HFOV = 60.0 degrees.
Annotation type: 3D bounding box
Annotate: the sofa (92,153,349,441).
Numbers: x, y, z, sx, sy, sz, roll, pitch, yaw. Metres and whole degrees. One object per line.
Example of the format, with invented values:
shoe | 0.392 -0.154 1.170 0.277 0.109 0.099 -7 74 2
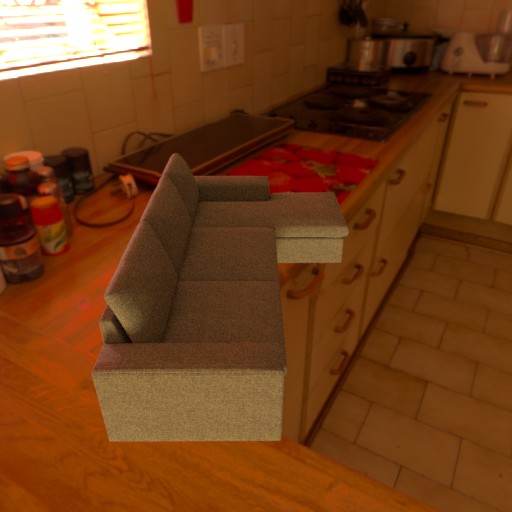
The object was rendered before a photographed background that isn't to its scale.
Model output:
sofa | 0.000 0.000 3.471 1.689 0.940 2.718 0 31 0
